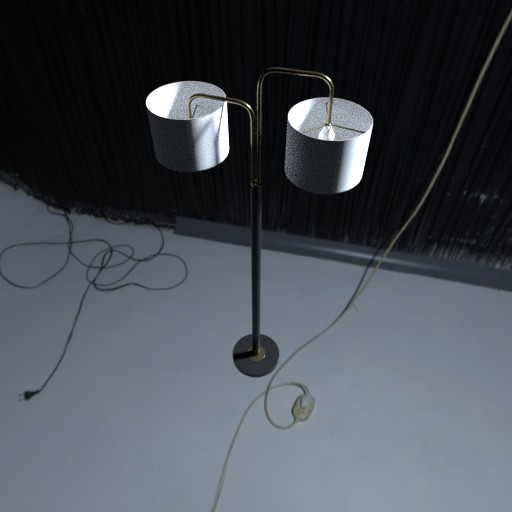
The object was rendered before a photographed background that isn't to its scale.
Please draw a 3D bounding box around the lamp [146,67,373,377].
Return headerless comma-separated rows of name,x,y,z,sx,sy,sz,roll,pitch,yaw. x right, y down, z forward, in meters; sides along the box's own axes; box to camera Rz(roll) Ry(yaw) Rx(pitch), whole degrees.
lamp,0.000,0.000,1.845,0.711,1.587,0.254,11,47,10
